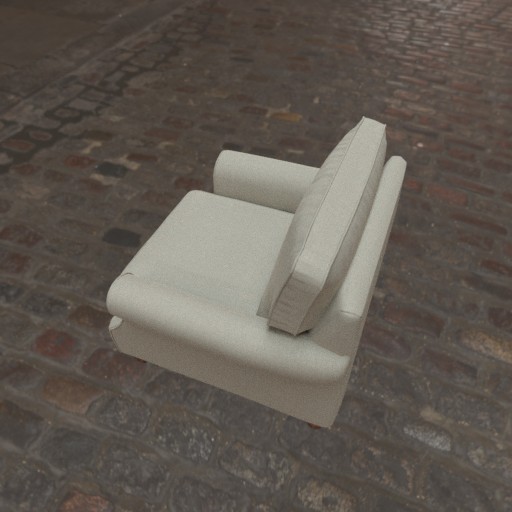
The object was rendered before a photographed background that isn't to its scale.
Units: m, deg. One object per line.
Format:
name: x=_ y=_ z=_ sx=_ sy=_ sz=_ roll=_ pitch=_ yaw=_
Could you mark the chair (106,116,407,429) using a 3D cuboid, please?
chair: x=0.000 y=0.000 z=1.804 sx=0.966 sy=0.967 sz=1.029 roll=16 pitch=48 yaw=15
